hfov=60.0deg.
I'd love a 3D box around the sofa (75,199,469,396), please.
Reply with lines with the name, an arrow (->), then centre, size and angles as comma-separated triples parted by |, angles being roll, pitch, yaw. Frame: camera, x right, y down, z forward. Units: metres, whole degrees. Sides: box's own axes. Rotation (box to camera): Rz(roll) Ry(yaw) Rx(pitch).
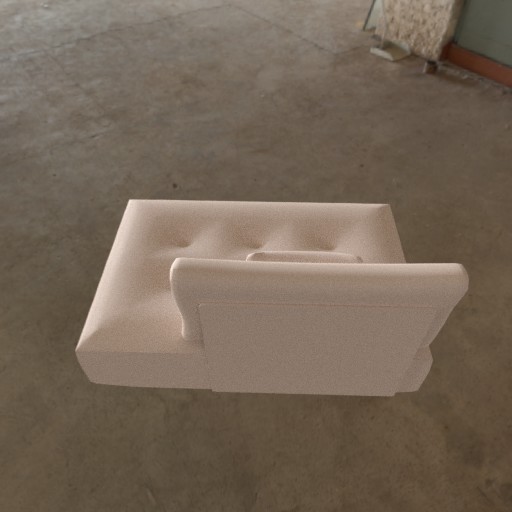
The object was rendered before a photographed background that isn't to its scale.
sofa -> 0.000, 0.000, 2.046 | 1.450, 0.820, 1.000 | 1, 46, 1
